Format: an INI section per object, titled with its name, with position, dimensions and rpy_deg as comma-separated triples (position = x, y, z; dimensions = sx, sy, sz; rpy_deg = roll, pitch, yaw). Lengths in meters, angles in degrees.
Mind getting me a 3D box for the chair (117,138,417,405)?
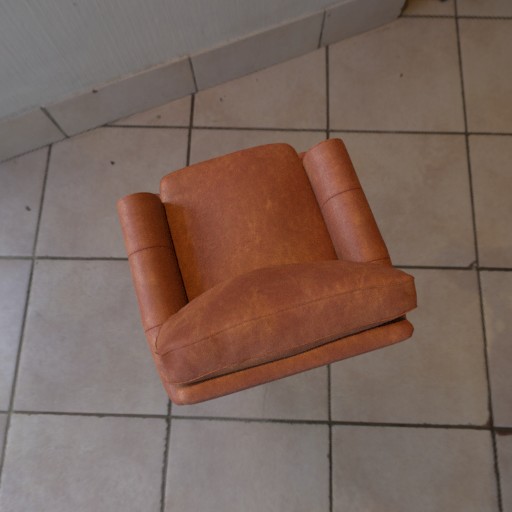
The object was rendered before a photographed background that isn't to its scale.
[chair]
position = 0.000, 0.000, 1.827
dimensions = 0.983, 0.962, 0.986
rpy_deg = -16, 77, -4
